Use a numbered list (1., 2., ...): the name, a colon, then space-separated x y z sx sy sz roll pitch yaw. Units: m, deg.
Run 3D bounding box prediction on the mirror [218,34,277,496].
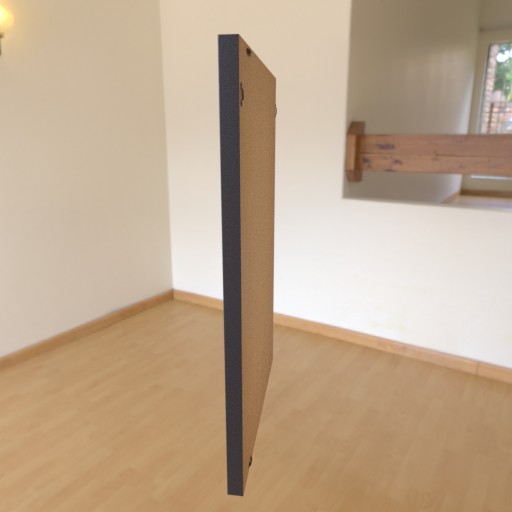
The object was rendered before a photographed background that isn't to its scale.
1. mirror: 0.000 0.000 1.132 0.040 0.915 0.609 2 16 8
